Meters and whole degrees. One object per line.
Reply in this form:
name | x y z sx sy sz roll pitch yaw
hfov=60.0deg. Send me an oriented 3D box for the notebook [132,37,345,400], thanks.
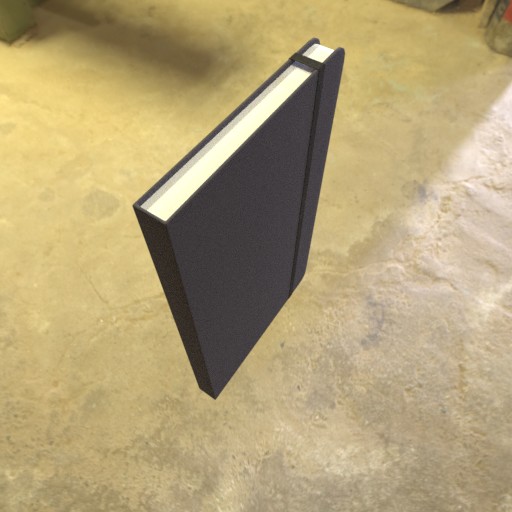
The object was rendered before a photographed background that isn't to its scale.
notebook | 0.000 0.000 0.265 0.016 0.213 0.127 30 62 18
